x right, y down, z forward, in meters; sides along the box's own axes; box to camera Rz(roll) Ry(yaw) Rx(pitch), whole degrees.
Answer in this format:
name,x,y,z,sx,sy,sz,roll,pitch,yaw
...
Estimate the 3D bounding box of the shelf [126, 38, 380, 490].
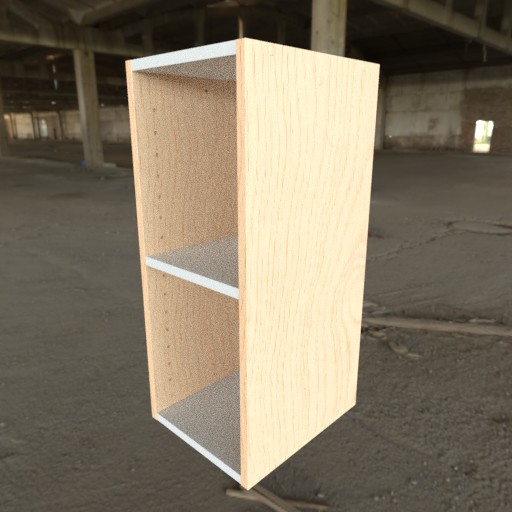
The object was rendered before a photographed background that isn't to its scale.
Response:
name,x,y,z,sx,sy,sz,roll,pitch,yaw
shelf,0.000,0.000,0.744,0.250,0.600,0.290,15,22,42
